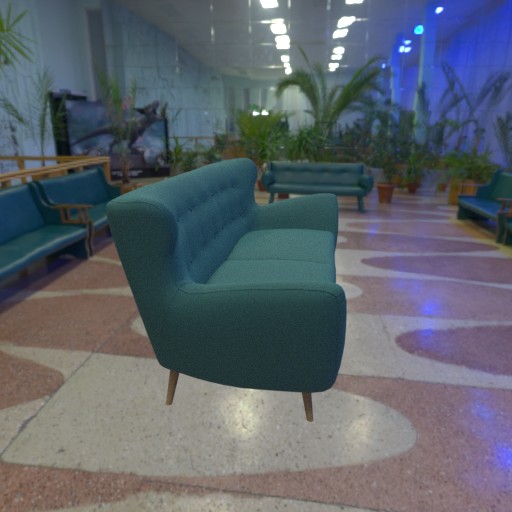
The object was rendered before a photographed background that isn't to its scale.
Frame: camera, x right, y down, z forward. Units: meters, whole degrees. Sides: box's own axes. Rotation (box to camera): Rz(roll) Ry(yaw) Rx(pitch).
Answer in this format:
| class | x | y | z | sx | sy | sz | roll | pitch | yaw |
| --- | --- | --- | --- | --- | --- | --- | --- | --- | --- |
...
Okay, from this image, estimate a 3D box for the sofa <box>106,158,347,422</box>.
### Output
| class | x | y | z | sx | sy | sz | roll | pitch | yaw |
| --- | --- | --- | --- | --- | --- | --- | --- | --- | --- |
| sofa | 0.000 | 0.000 | 2.358 | 0.889 | 0.890 | 1.930 | 3 | 17 | 9 |
